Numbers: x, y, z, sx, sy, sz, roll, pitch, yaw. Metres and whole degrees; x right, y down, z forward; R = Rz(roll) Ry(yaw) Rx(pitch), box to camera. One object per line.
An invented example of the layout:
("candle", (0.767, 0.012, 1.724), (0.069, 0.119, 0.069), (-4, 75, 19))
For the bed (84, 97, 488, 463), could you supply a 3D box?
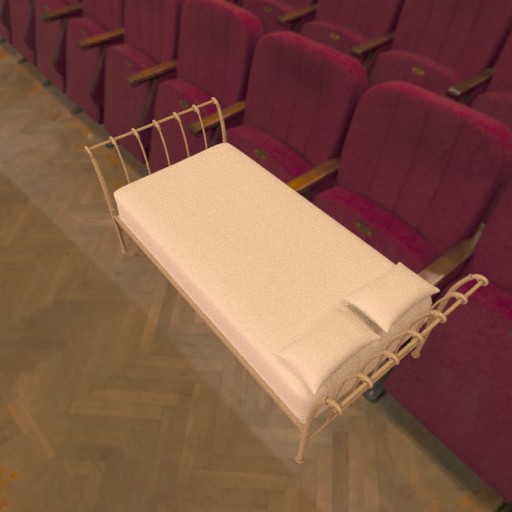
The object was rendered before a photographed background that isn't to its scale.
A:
("bed", (0.000, 0.000, 2.749), (1.032, 0.873, 2.228), (-31, 55, -25))
